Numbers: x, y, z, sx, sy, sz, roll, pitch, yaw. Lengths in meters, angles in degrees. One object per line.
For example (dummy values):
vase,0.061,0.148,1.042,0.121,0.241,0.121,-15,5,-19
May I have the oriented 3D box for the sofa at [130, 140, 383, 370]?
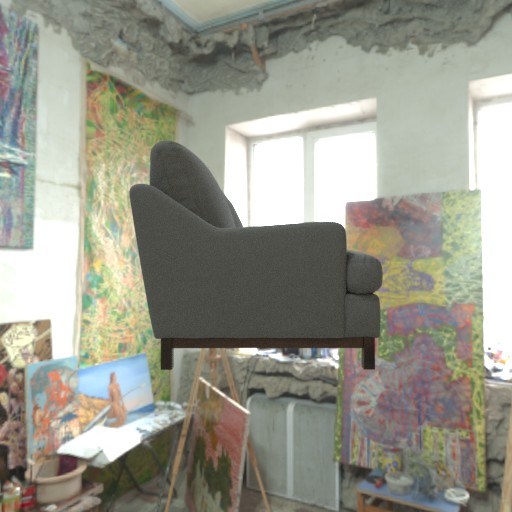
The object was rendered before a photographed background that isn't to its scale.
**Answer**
sofa,0.000,0.000,2.836,0.987,0.926,2.344,0,-2,0
